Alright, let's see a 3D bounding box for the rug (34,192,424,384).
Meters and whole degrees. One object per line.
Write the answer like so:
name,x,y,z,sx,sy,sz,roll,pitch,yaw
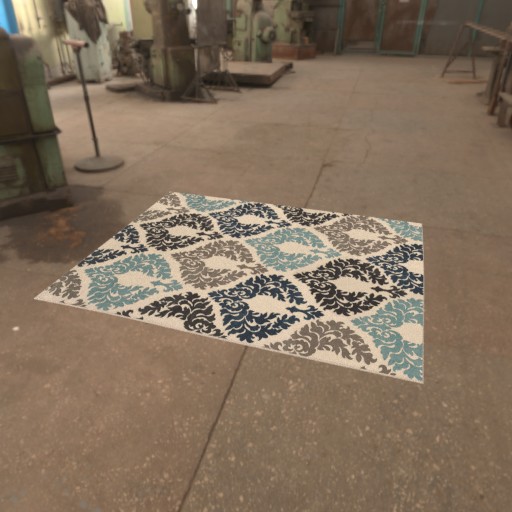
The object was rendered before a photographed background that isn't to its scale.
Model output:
rug,0.000,0.000,4.212,3.040,0.014,2.423,9,32,15
